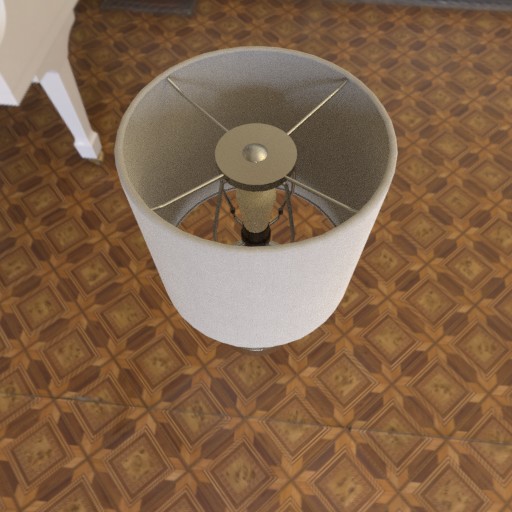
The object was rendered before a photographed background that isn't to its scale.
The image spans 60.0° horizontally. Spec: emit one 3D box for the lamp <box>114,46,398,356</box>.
[{"bbox_3d":[0.000,0.000,0.470,0.201,0.353,0.201,16,61,9],"label":"lamp"}]
